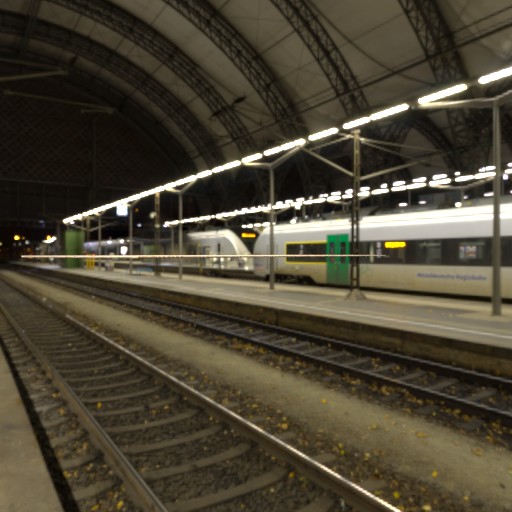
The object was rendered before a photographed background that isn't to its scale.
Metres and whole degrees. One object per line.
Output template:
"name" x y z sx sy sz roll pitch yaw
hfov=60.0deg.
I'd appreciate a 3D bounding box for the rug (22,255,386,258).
"rug" 0.000 0.000 2.688 0.766 0.008 2.432 0 0 35
